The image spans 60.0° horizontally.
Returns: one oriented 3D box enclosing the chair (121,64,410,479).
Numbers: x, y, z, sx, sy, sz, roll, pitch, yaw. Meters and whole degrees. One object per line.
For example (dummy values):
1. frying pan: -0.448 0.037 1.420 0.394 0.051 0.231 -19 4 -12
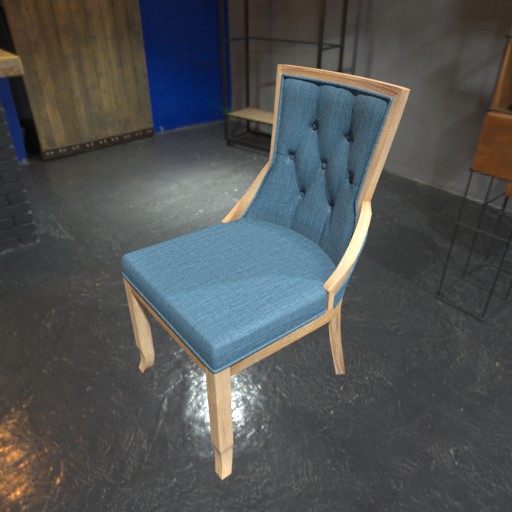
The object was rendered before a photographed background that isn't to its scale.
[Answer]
1. chair: 0.000 0.000 1.305 0.641 0.947 0.524 -22 38 -31
